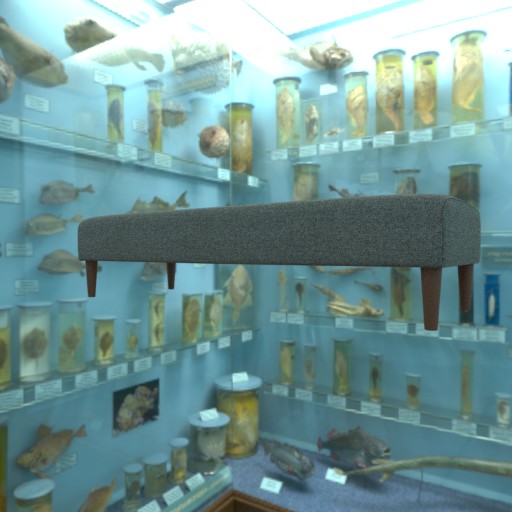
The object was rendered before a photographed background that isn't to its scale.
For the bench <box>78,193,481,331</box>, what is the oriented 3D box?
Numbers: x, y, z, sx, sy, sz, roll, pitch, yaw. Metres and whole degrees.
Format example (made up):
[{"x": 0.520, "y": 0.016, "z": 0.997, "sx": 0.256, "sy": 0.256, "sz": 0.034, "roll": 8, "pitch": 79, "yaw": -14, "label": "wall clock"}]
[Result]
[{"x": 0.000, "y": 0.000, "z": 1.829, "sx": 1.598, "sy": 0.384, "sz": 0.631, "roll": 0, "pitch": 1, "yaw": 35, "label": "bench"}]
